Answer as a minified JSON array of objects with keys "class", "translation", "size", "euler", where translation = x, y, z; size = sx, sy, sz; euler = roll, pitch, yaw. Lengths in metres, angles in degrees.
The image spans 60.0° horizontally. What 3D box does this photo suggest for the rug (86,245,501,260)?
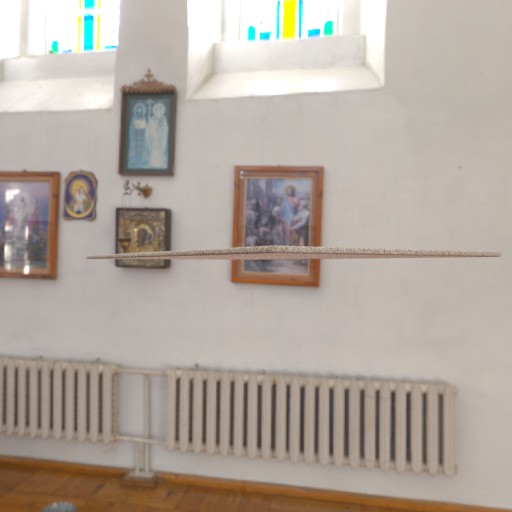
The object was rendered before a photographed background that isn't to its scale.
[{"class":"rug","translation":[0.000,0.000,3.332],"size":[1.778,0.030,2.743],"euler":[1,-1,-35]}]
